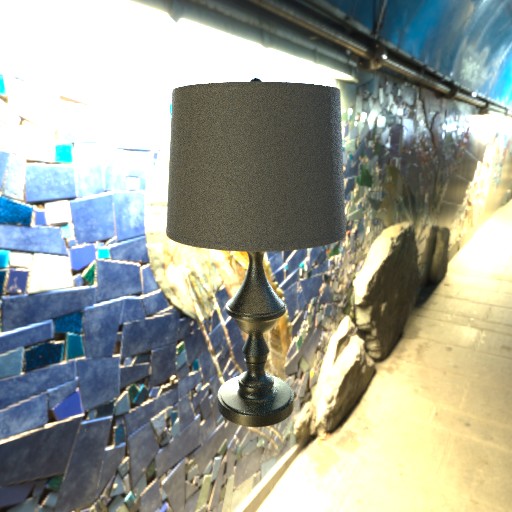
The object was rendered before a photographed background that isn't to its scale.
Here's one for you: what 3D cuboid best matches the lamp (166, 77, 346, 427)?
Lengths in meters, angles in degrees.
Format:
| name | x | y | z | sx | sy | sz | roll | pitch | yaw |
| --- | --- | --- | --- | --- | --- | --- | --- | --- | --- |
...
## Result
| name | x | y | z | sx | sy | sz | roll | pitch | yaw |
| --- | --- | --- | --- | --- | --- | --- | --- | --- | --- |
| lamp | 0.000 | 0.000 | 0.973 | 0.383 | 0.733 | 0.383 | 0 | 15 | 0 |
